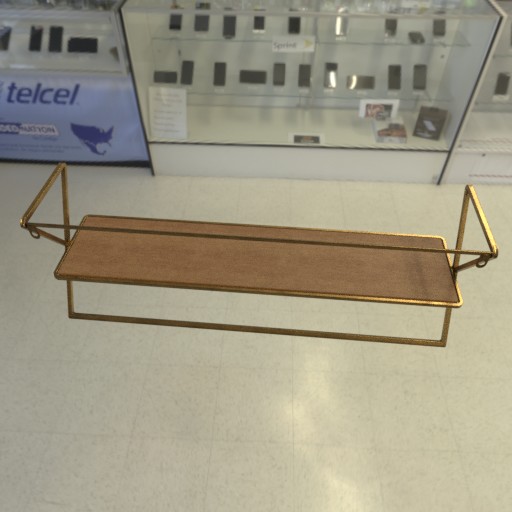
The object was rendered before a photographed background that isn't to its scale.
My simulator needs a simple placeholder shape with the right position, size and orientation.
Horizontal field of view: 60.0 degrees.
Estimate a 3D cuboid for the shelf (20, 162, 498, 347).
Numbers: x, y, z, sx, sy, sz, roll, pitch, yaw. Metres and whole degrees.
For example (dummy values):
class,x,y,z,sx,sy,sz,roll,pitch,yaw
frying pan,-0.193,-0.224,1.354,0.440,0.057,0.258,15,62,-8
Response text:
class,x,y,z,sx,sy,sz,roll,pitch,yaw
shelf,0.000,0.000,0.726,0.645,0.229,0.150,4,47,4
